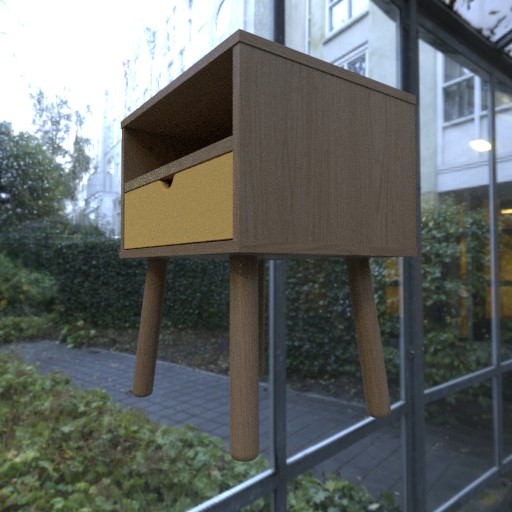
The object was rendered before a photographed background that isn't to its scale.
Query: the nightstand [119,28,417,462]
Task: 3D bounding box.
[{"bbox_3d":[0.000,0.000,0.857,0.380,0.571,0.450,1,-2,-36],"label":"nightstand"}]
